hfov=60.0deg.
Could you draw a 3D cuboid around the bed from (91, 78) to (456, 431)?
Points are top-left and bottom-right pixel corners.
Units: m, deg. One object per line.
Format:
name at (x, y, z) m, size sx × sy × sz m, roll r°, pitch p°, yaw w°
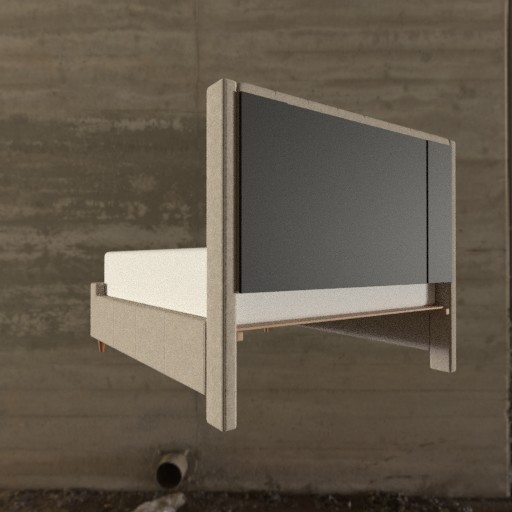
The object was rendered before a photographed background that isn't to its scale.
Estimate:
bed at (0.000, 0.000, 3.688) m, size 2.045 × 1.743 × 2.370 m, roll 0°, pitch 0°, yaw -35°
